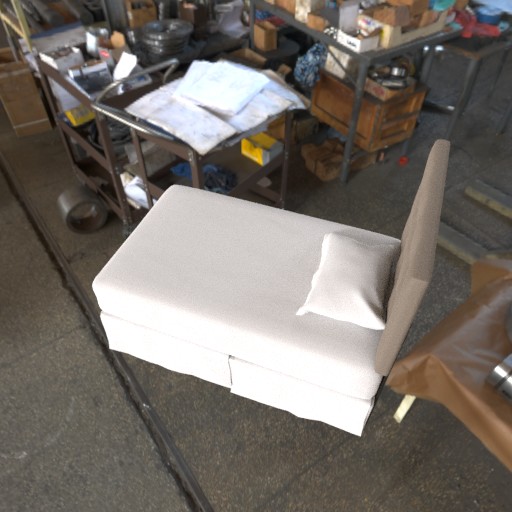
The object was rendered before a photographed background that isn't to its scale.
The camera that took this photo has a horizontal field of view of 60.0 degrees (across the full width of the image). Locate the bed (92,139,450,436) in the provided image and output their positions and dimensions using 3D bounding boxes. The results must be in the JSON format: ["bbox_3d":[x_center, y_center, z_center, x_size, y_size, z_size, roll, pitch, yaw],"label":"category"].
[{"bbox_3d":[0.000,0.000,2.991,1.997,1.571,1.261,15,49,14],"label":"bed"}]
